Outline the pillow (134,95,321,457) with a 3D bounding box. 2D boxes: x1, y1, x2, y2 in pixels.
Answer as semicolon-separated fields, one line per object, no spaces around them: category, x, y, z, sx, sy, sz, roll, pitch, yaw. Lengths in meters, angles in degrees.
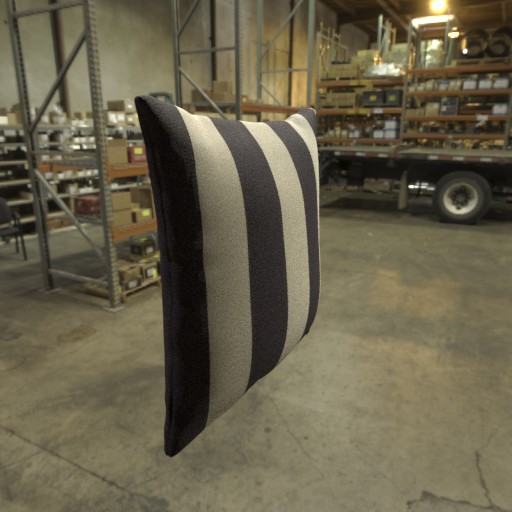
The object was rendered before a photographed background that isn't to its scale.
pillow;0.000;0.000;0.804;0.189;0.526;0.536;9;18;27
